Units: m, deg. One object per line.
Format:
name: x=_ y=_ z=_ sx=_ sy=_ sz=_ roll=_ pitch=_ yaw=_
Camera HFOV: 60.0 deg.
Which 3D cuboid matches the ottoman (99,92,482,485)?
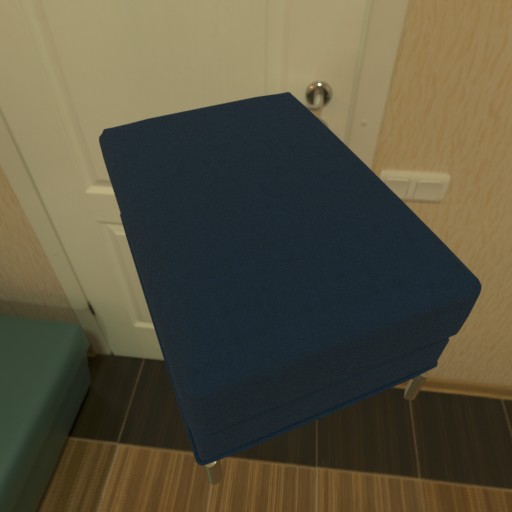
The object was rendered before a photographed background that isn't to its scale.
ottoman: x=0.000 y=0.000 z=1.139 sx=0.587 sy=0.498 sz=0.835 roll=-17 pitch=49 yaw=-15
